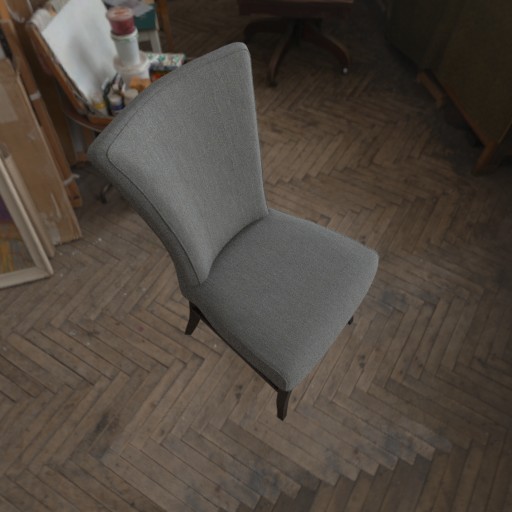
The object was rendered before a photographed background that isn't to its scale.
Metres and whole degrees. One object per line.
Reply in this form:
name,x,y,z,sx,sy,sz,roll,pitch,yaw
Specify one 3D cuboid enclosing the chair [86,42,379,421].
chair,0.000,0.000,1.368,0.660,0.991,0.520,33,63,19
